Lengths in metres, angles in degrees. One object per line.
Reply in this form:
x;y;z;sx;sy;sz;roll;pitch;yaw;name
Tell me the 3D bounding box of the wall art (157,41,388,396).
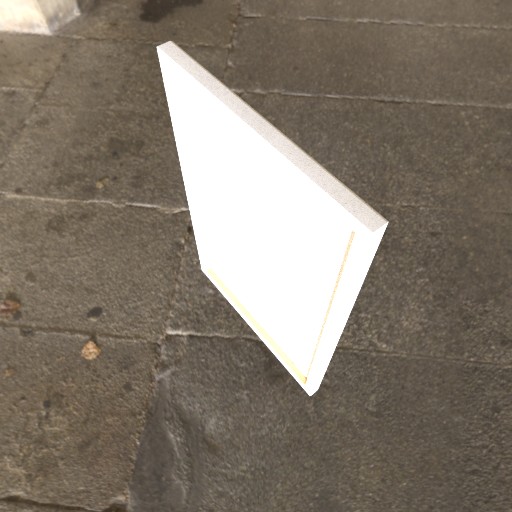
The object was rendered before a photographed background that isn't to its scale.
0.000;0.000;1.183;0.038;0.912;0.607;-34;64;-20;wall art
